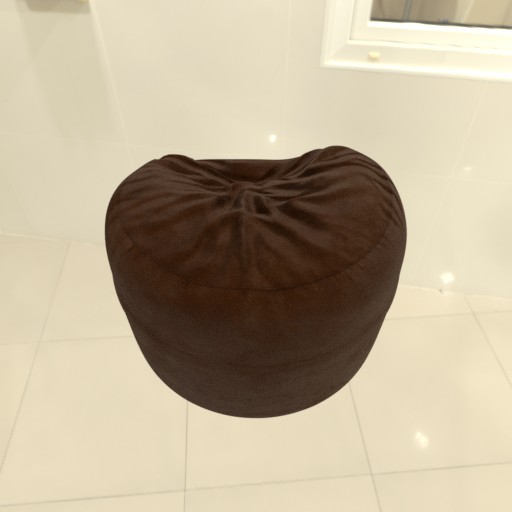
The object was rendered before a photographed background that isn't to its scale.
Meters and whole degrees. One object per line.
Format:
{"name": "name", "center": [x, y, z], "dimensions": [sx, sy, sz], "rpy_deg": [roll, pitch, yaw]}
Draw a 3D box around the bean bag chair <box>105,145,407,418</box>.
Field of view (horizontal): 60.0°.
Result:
{"name": "bean bag chair", "center": [0.000, 0.000, 1.479], "dimensions": [0.918, 0.616, 0.918], "rpy_deg": [0, 46, 0]}
